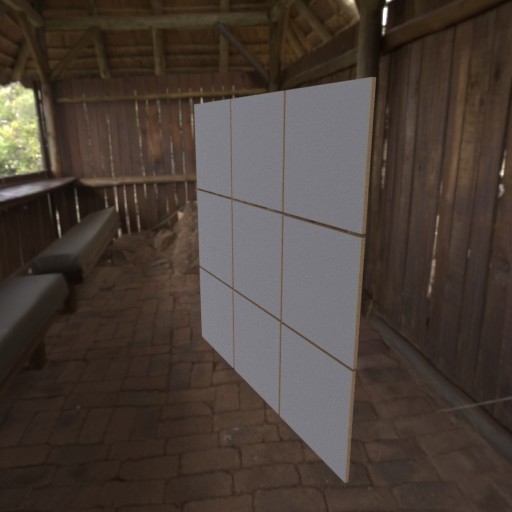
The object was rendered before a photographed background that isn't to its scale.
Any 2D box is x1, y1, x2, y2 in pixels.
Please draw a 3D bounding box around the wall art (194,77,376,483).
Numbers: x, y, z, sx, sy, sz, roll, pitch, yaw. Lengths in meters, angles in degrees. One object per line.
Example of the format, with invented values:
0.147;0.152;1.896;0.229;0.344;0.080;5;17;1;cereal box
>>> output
0.000;0.000;2.225;0.017;1.521;1.527;-8;17;-28;wall art
